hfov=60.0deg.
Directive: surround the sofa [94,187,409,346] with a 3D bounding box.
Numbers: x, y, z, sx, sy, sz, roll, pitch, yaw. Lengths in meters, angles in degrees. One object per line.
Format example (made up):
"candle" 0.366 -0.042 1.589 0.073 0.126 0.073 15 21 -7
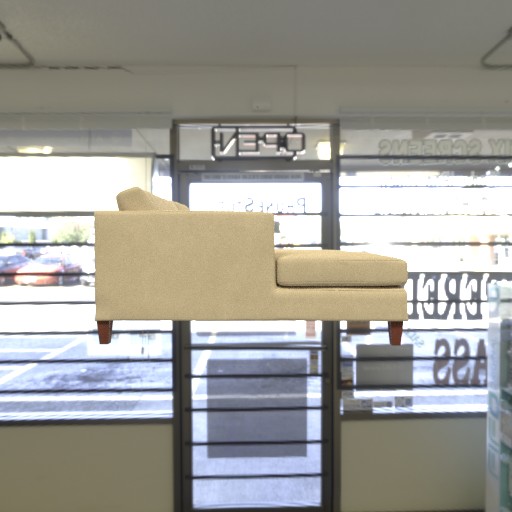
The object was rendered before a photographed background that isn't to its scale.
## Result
"sofa" 0.000 0.000 3.826 1.625 0.846 3.186 0 1 1
